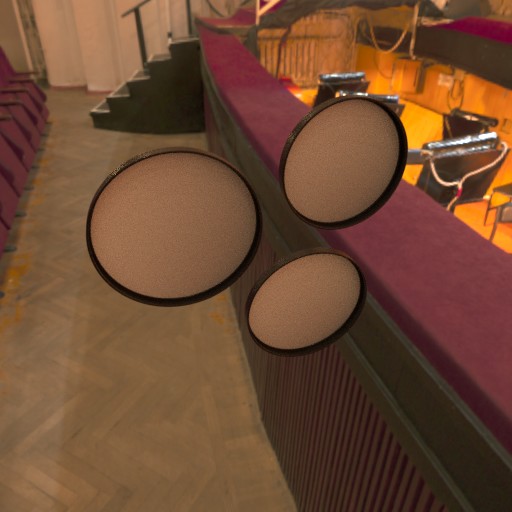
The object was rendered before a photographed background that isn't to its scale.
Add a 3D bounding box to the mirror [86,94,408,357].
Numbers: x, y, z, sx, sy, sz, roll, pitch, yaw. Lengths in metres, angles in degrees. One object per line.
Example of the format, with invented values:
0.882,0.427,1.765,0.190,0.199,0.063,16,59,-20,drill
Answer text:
0.000,0.000,3.130,2.160,2.096,0.076,-9,33,-15,mirror
